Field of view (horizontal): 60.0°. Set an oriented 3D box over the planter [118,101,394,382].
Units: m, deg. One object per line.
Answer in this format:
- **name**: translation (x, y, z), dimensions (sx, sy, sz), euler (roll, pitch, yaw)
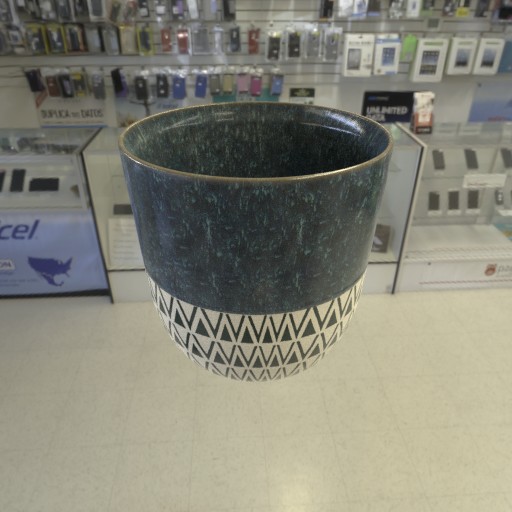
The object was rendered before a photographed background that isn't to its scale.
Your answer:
- **planter**: translation (0.000, 0.000, 0.378), dimensions (0.195, 0.214, 0.195), euler (0, 31, 0)
